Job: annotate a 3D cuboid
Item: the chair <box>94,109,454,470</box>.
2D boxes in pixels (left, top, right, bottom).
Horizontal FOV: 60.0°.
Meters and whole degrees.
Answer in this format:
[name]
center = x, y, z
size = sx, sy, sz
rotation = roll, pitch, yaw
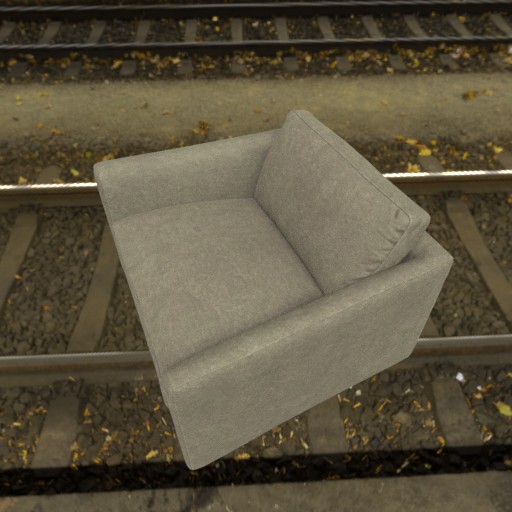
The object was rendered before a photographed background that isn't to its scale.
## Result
[chair]
center = 0.000, 0.000, 1.880
size = 1.091, 0.845, 1.190
rotation = -18, 48, -17
